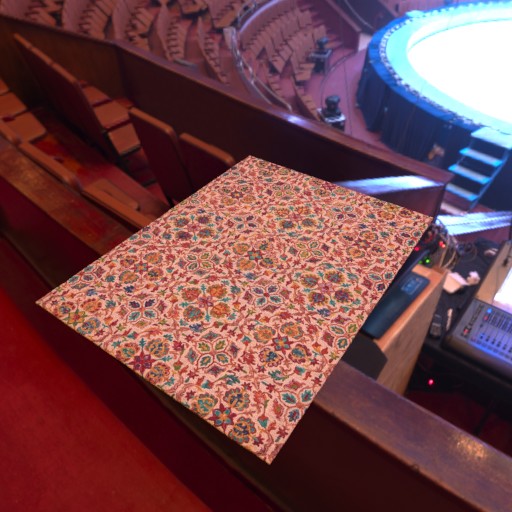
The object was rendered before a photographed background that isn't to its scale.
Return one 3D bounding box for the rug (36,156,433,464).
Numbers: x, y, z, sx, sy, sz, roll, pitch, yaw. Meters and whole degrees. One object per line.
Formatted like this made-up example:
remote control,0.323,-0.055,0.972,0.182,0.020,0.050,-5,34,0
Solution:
rug,0.000,0.000,4.322,2.446,0.020,3.215,24,47,26
